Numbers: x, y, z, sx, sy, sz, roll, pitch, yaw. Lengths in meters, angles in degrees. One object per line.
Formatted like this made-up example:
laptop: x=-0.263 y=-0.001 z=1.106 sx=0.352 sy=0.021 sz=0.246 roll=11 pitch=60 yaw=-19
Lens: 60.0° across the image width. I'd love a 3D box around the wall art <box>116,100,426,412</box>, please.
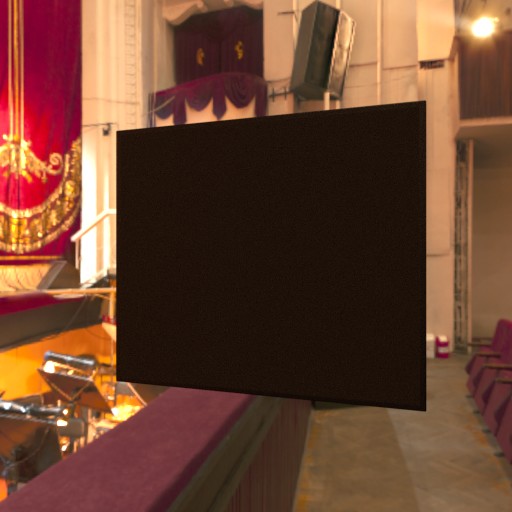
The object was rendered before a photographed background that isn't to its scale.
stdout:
wall art: x=0.000 y=0.000 z=0.727 sx=0.521 sy=0.450 sz=0.018 roll=0 pitch=0 yaw=17
